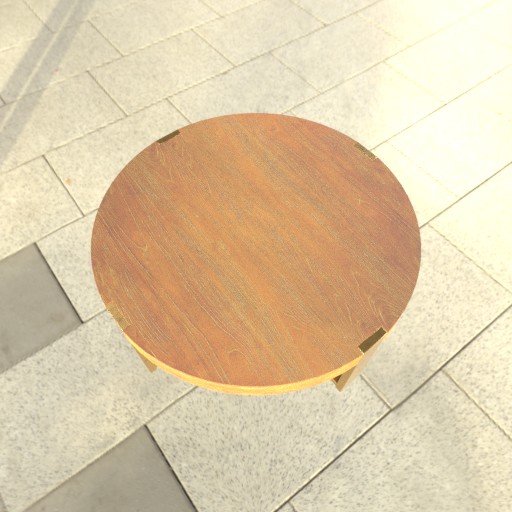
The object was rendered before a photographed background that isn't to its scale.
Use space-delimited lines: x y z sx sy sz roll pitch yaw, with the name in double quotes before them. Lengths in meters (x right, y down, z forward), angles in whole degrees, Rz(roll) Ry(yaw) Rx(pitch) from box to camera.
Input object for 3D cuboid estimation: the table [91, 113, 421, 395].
"table" 0.000 0.000 1.686 1.100 0.420 1.100 0 58 0
